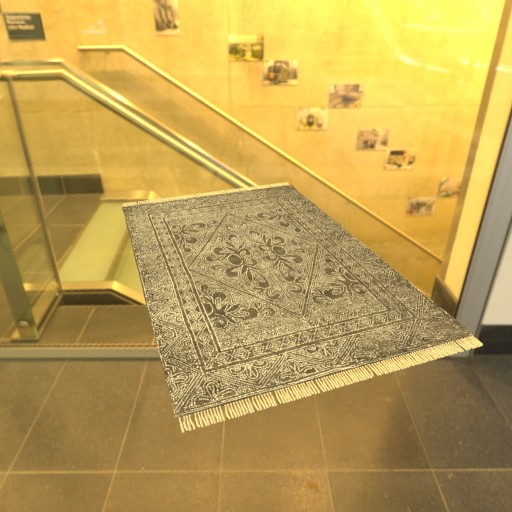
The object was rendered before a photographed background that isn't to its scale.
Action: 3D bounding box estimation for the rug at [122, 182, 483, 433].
[{"bbox_3d":[0.000,0.000,2.952,1.529,0.010,2.440,-10,31,-17],"label":"rug"}]
